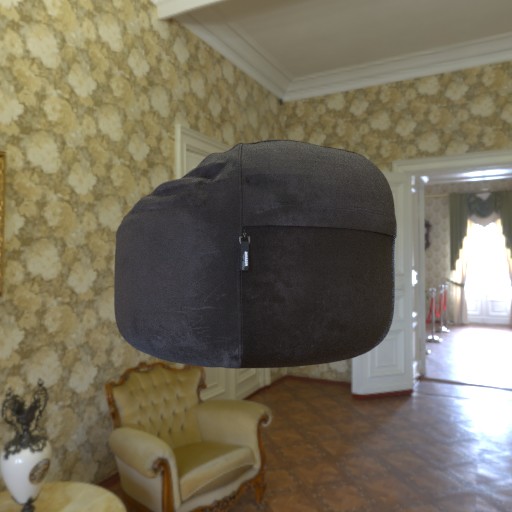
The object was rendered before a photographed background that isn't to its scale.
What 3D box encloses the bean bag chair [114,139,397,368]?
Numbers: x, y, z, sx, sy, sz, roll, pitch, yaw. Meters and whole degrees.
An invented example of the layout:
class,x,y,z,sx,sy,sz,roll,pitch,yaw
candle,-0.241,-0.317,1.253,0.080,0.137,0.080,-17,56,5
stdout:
class,x,y,z,sx,sy,sz,roll,pitch,yaw
bean bag chair,0.000,0.000,1.503,0.918,0.605,0.918,0,-1,0
